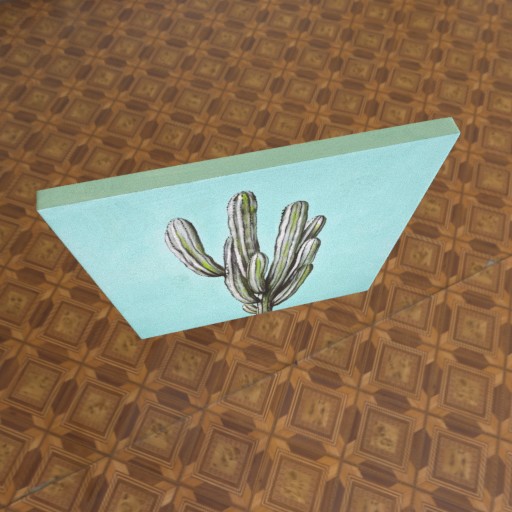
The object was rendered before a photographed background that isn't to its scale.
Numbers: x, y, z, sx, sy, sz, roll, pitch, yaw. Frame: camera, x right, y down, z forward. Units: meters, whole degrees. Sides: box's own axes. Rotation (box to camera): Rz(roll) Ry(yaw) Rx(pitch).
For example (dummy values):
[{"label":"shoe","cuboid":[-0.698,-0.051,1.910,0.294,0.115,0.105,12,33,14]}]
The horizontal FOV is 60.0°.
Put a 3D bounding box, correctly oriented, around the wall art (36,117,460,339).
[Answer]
[{"label":"wall art","cuboid":[0.000,0.000,1.583,1.071,1.073,0.070,-12,64,-6]}]
